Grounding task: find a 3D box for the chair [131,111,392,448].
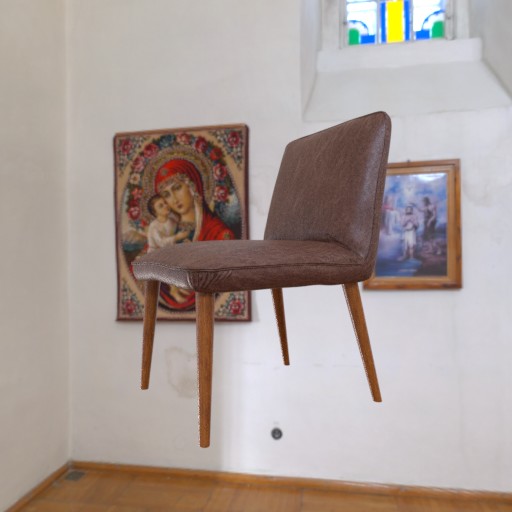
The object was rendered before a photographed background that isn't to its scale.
[{"bbox_3d":[0.000,0.000,1.271,0.645,0.803,0.543,-1,1,-35],"label":"chair"}]
